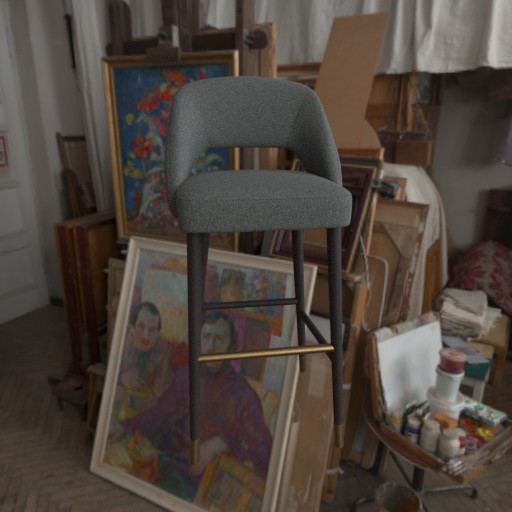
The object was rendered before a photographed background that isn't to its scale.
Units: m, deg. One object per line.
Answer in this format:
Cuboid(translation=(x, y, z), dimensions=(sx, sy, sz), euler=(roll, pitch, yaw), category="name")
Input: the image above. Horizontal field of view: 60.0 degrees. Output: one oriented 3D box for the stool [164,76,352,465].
Cuboid(translation=(0.000, 0.000, 1.398), dimensions=(0.536, 1.089, 0.524), euler=(-3, 18, -8), category="stool")
